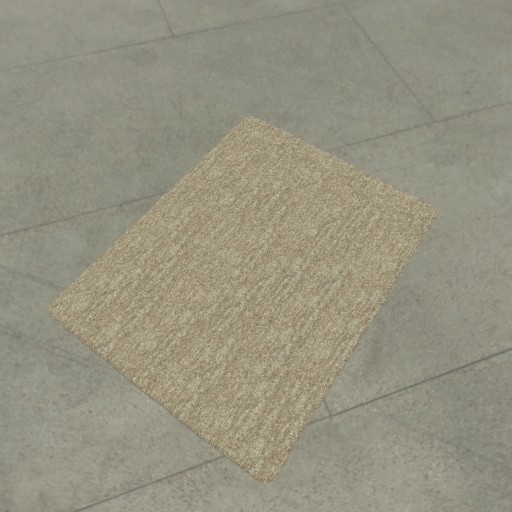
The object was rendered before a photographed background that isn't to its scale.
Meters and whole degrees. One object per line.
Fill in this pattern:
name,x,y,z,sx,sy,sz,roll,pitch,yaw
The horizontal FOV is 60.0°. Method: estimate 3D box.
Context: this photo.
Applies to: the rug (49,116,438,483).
rug,0.000,0.000,3.871,2.242,0.050,2.873,32,64,17
